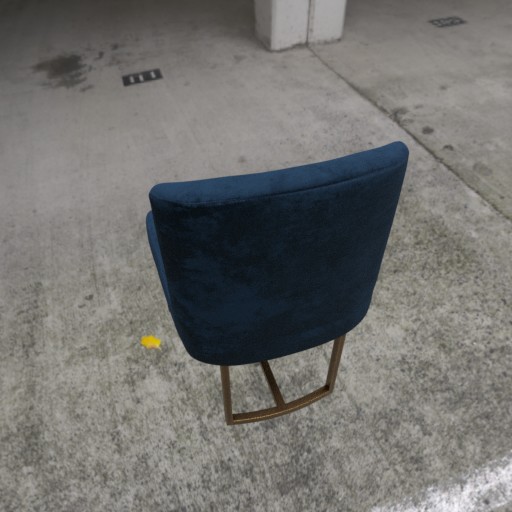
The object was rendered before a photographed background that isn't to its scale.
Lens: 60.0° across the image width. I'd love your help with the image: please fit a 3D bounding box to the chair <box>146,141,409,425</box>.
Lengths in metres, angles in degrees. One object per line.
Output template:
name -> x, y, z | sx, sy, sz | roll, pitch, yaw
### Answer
chair -> 0.000, 0.000, 1.191 | 0.530, 0.824, 0.560 | -13, 45, -13
